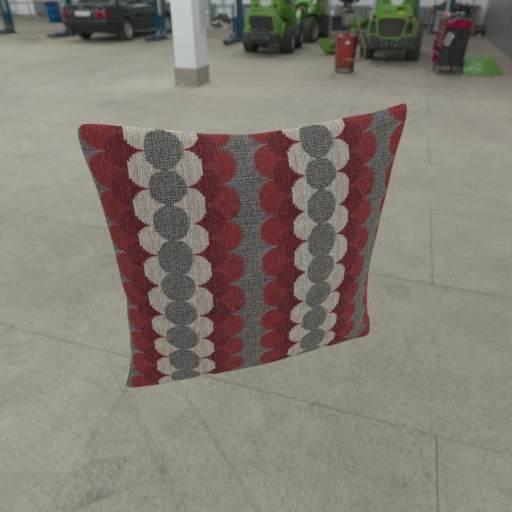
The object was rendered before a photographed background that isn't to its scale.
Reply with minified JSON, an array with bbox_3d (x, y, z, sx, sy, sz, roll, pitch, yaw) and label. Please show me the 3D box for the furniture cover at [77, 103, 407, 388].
[{"bbox_3d":[0.000,0.000,0.655,0.435,0.420,0.145,-9,33,-15],"label":"furniture cover"}]
